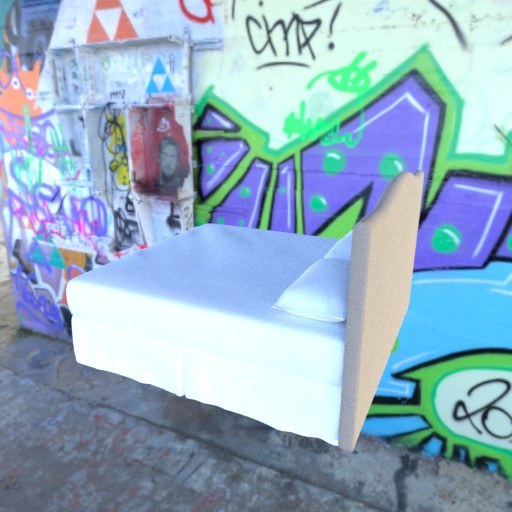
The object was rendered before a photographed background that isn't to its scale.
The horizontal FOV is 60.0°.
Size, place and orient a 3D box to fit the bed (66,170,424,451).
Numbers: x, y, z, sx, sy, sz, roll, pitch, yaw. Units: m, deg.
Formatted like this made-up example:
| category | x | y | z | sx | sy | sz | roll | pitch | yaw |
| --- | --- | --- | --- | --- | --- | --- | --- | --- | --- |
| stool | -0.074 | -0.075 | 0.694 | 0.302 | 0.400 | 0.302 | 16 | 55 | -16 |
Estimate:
| category | x | y | z | sx | sy | sz | roll | pitch | yaw |
| --- | --- | --- | --- | --- | --- | --- | --- | --- | --- |
| bed | 0.000 | 0.000 | 3.512 | 2.182 | 1.421 | 2.083 | 9 | 20 | 25 |
